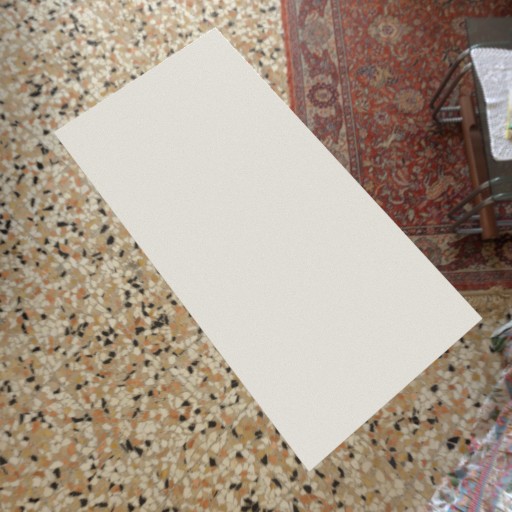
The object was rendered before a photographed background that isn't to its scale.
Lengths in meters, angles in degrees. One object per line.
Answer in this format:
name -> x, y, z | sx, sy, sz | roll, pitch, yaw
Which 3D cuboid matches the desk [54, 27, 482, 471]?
desk -> 0.000, 0.000, 1.515 | 0.560, 0.735, 1.097 | -37, 78, -9
